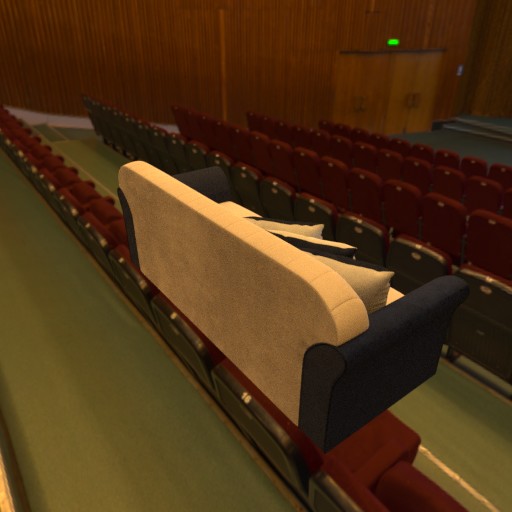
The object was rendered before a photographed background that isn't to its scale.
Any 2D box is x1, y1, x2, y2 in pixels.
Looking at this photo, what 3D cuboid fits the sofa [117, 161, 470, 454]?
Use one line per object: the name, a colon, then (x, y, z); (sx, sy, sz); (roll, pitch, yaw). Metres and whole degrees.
sofa: (0.000, 0.000, 2.435); (0.749, 0.789, 2.006); (-20, 35, -31)
